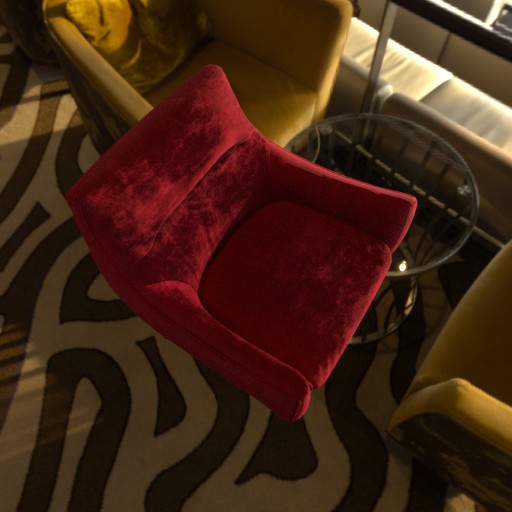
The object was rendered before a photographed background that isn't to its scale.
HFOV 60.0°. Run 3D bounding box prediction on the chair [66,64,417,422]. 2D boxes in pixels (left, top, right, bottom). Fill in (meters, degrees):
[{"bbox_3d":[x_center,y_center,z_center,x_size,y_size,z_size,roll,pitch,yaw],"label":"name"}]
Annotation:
[{"bbox_3d":[0.000,0.000,1.470,0.787,0.838,0.762,29,63,16],"label":"chair"}]
